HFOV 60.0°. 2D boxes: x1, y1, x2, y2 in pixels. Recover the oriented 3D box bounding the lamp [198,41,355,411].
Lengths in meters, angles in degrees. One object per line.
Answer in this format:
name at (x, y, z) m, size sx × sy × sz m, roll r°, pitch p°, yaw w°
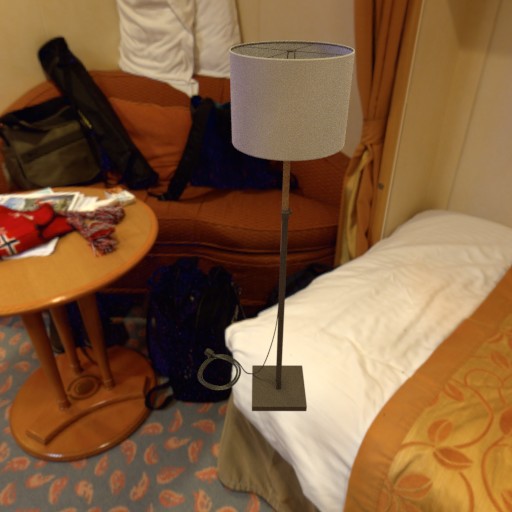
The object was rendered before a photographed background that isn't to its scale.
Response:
lamp at (0.000, 0.000, 1.921) m, size 0.639 × 1.650 × 0.474 m, roll 0°, pitch 33°, yaw 0°
